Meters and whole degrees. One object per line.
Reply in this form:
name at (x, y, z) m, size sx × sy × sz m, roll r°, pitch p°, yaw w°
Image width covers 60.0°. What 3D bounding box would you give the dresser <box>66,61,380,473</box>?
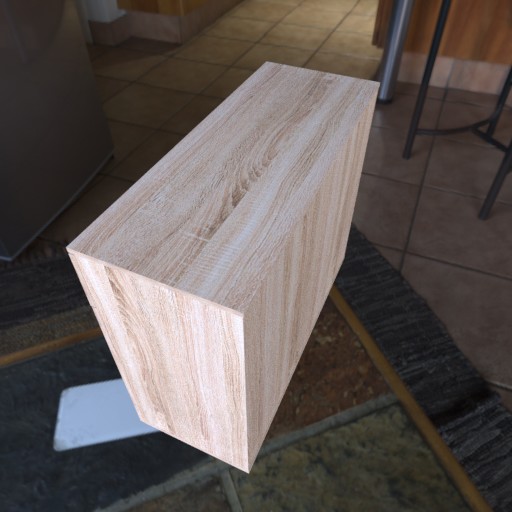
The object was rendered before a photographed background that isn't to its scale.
dresser at (0.000, 0.000, 1.583) m, size 0.450 × 0.900 × 1.100 m, roll 18°, pitch 48°, yaw 17°
